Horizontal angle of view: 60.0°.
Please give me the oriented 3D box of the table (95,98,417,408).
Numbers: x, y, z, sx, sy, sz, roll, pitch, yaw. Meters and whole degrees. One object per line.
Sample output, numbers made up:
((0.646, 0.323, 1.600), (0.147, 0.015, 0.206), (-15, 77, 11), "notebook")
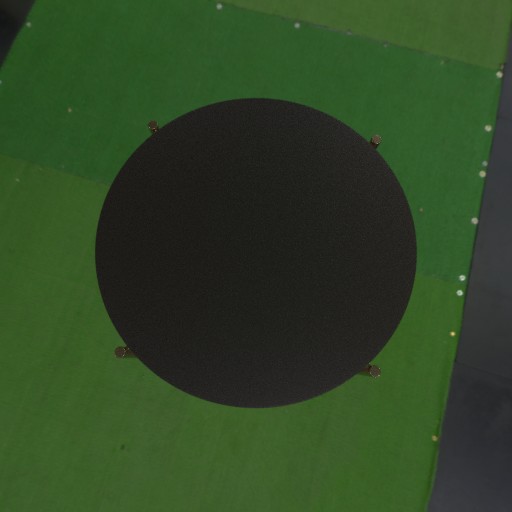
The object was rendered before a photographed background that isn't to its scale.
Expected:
((0.000, 0.000, 1.489), (0.938, 0.400, 0.938), (19, 76, 5), "table")
